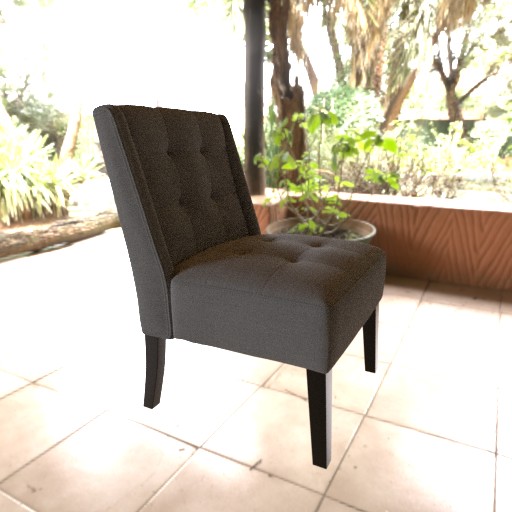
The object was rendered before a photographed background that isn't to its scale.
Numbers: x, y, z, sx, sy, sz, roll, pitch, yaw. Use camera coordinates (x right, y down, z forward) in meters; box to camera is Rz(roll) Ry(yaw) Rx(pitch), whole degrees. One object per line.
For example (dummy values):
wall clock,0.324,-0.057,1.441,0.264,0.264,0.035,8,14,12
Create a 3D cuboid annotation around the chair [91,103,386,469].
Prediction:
chair,0.000,0.000,1.316,0.676,0.853,0.569,8,17,27
